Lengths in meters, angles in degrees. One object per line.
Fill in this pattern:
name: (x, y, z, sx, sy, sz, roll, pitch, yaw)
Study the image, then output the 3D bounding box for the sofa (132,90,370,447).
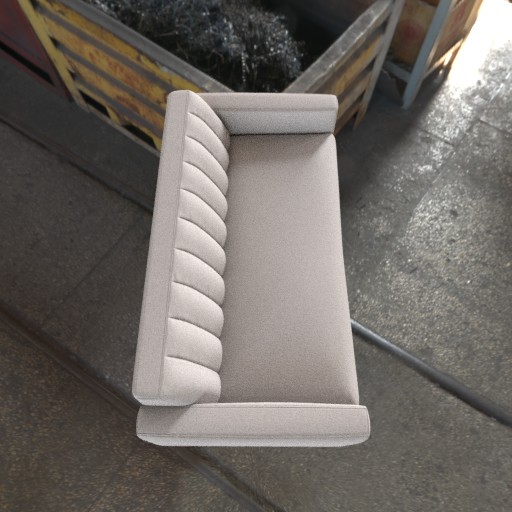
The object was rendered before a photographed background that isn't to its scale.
sofa: (0.000, 0.000, 2.397, 0.969, 0.814, 1.895, 0, 64, 0)
